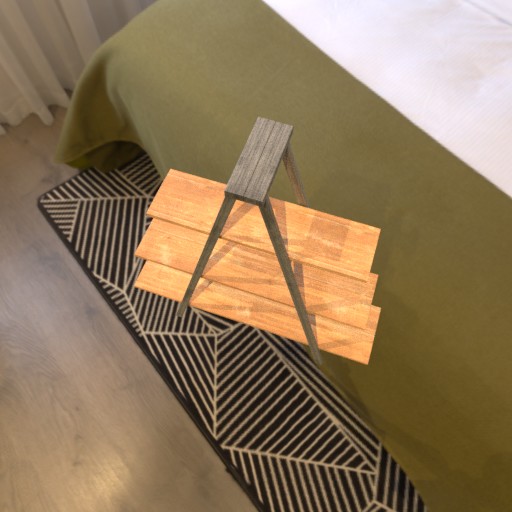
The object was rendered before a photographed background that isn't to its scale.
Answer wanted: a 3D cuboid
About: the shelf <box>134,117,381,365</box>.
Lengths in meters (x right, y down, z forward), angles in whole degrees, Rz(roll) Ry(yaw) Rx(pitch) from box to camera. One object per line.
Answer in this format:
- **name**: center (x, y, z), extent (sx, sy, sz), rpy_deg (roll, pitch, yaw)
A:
- **shelf**: center (0.000, 0.000, 2.629), extent (1.746, 1.808, 0.508), rpy_deg (17, 64, 9)
